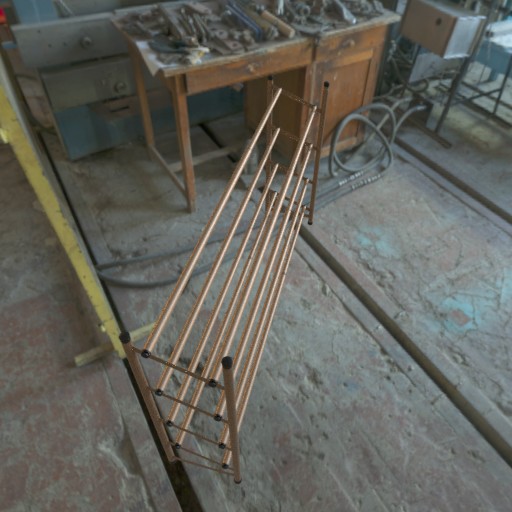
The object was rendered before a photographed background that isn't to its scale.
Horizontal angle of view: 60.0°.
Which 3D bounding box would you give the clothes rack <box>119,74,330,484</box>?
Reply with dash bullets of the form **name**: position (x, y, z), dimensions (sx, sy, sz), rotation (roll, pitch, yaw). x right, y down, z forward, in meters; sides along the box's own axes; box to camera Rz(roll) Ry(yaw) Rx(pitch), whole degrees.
- **clothes rack**: position (0.000, 0.000, 1.444), dimensions (0.229, 0.672, 1.168), rotation (11, 48, 10)
